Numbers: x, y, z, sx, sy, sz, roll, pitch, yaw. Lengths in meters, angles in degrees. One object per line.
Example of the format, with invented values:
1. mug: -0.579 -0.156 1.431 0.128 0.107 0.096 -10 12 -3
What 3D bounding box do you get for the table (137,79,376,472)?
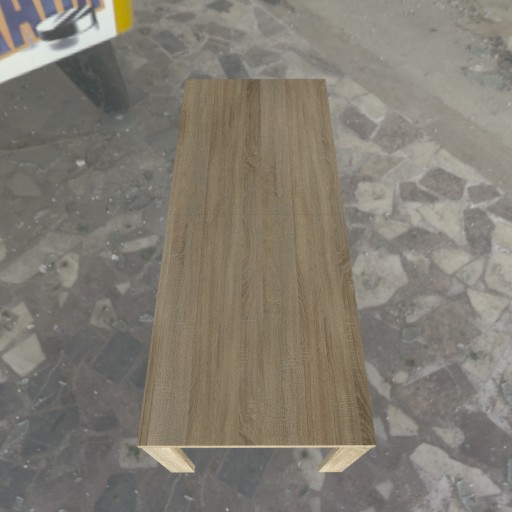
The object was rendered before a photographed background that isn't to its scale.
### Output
1. table: 0.000 0.000 2.591 0.900 0.790 2.200 0 57 0
